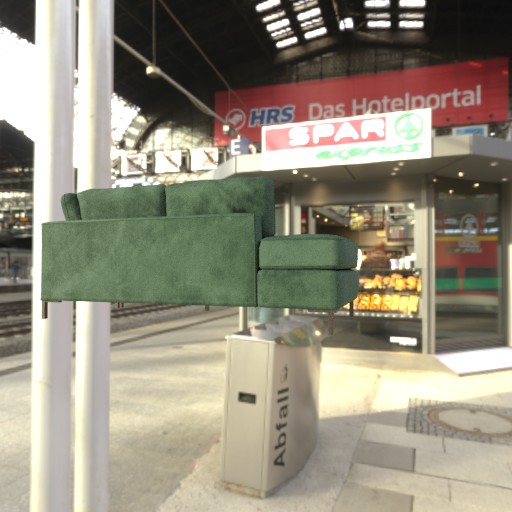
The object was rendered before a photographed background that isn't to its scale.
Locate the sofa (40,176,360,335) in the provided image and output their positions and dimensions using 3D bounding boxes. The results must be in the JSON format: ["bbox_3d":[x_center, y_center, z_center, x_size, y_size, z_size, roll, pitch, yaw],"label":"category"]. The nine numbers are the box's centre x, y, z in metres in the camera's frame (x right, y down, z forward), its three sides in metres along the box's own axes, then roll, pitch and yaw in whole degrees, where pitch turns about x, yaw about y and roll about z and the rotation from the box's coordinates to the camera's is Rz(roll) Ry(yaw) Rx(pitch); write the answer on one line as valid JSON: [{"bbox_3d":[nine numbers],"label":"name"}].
[{"bbox_3d":[0.000,0.000,3.926,1.992,0.861,2.994,0,-1,20],"label":"sofa"}]
